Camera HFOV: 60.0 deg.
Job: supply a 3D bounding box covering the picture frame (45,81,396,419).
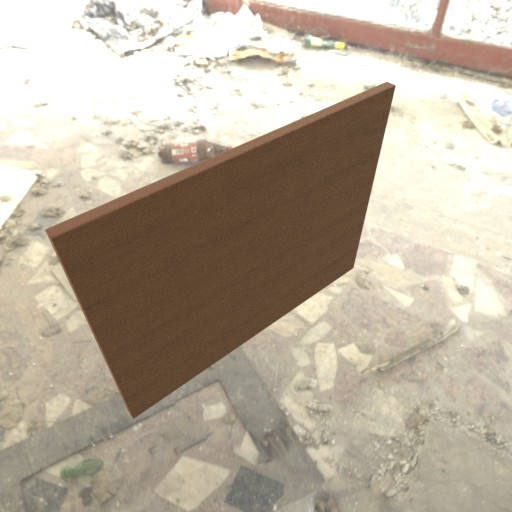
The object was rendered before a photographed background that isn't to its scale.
[{"bbox_3d":[0.000,0.000,1.754,1.329,1.018,0.045,-30,53,-26],"label":"picture frame"}]
